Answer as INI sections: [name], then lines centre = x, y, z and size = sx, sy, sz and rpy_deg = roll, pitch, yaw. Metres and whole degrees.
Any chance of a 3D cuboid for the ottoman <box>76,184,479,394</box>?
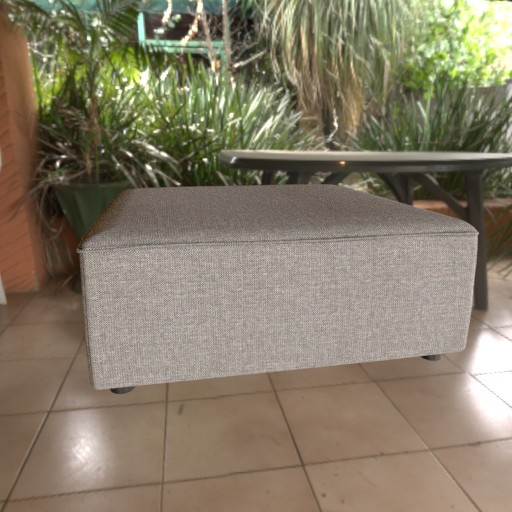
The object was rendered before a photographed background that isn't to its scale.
[ottoman]
centre = 0.000, 0.000, 1.567
size = 1.023, 0.423, 1.017
rpy_deg = -3, 15, -10
